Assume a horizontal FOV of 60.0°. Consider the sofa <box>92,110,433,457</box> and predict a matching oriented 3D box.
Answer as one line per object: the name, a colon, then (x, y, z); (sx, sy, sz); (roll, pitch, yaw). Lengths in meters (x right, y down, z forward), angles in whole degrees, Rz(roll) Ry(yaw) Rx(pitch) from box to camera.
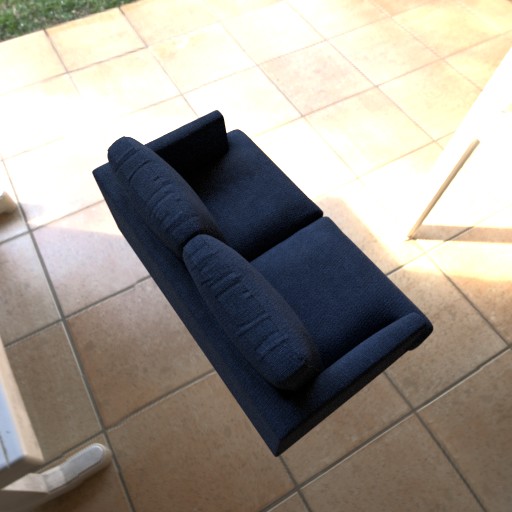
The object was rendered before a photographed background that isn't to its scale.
sofa: (0.000, 0.000, 2.194); (0.903, 0.944, 1.582); (-32, 65, -17)
